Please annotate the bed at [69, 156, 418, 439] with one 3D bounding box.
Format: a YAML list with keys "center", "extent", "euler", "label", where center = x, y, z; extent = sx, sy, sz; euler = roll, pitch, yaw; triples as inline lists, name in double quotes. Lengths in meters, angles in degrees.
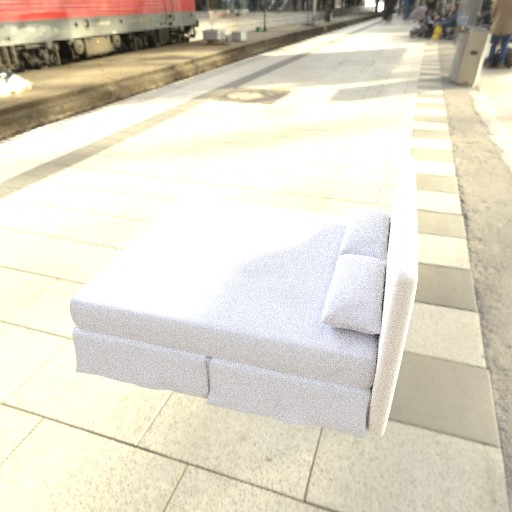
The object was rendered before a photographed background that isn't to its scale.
- center: [0.000, 0.000, 3.668]
  extent: [2.341, 1.317, 2.119]
  euler: [9, 31, 14]
  label: "bed"
